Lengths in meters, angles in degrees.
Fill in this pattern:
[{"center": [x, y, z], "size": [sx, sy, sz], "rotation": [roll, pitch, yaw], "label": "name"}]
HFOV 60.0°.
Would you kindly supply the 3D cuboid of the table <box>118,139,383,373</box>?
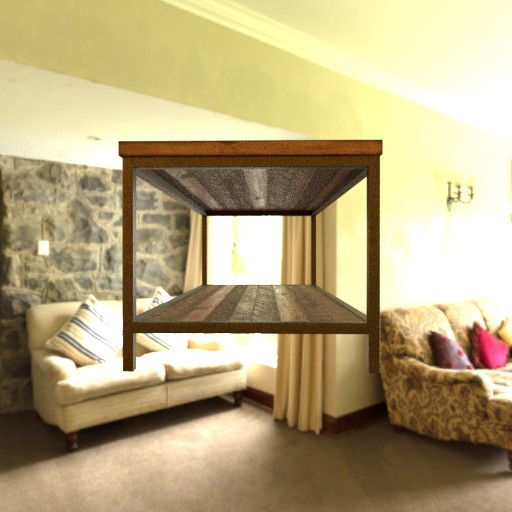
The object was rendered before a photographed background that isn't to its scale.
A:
[{"center": [0.000, 0.000, 1.252], "size": [0.452, 0.399, 0.990], "rotation": [0, 0, 1], "label": "table"}]
